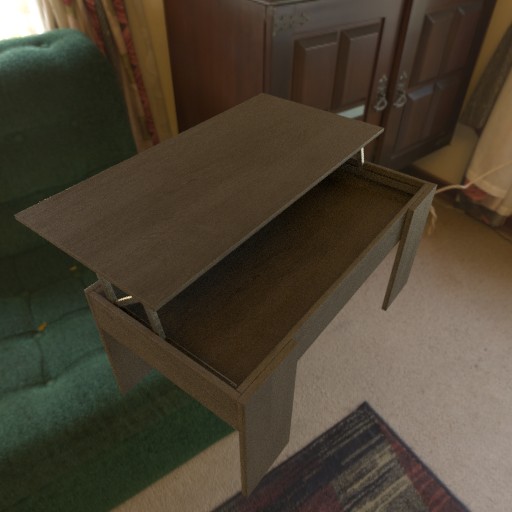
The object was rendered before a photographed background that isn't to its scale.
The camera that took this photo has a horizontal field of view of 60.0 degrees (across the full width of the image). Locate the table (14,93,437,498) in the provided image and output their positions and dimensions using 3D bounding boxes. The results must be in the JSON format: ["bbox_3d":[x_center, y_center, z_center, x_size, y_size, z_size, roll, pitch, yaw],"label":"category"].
[{"bbox_3d":[0.000,0.000,1.395,0.711,0.570,1.000,27,48,28],"label":"table"}]
